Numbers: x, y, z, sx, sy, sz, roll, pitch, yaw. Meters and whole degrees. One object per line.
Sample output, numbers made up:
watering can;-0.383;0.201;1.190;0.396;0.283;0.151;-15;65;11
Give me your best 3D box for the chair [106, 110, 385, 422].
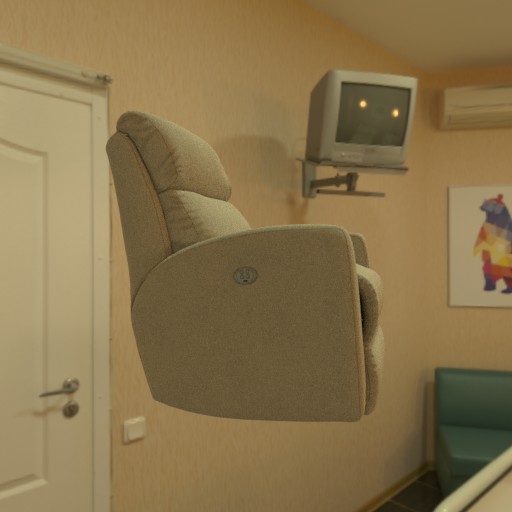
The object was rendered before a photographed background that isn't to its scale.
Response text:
chair;0.000;0.000;1.702;0.940;1.021;0.794;0;0;18
